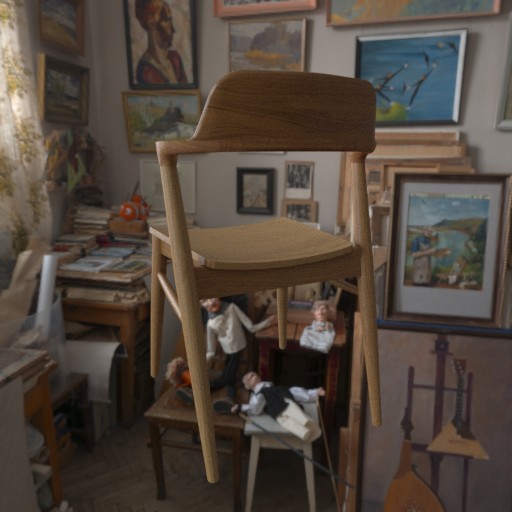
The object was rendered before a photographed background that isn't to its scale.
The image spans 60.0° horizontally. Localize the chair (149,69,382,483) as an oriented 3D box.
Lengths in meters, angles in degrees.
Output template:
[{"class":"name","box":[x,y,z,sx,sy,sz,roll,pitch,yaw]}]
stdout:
[{"class":"chair","box":[0.000,0.000,1.110,0.512,0.792,0.499,-6,15,-25]}]
